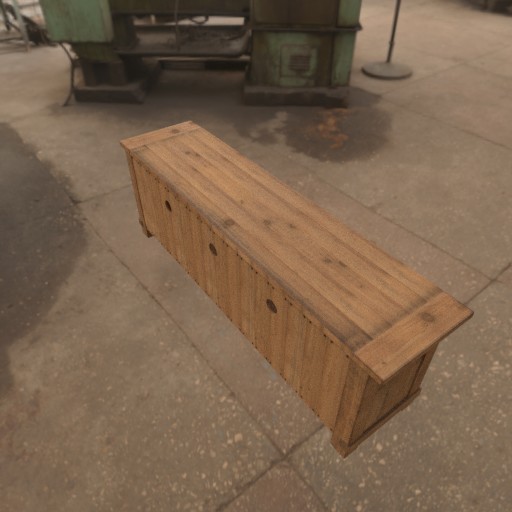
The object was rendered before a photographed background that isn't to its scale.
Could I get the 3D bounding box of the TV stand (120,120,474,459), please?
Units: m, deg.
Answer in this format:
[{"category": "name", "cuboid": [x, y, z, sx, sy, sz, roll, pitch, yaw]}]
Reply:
[{"category": "TV stand", "cuboid": [0.000, 0.000, 2.064, 0.453, 0.573, 1.804, -26, 47, -27]}]
